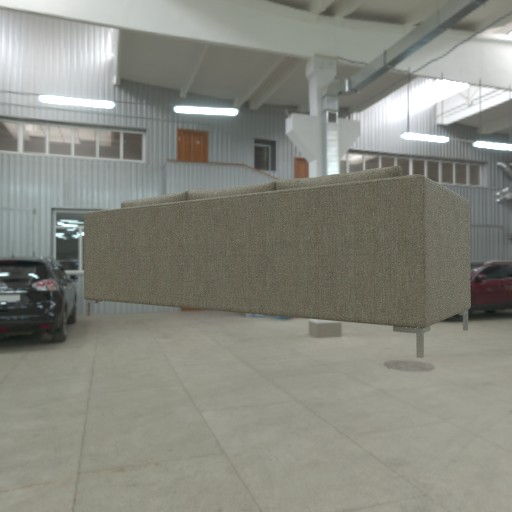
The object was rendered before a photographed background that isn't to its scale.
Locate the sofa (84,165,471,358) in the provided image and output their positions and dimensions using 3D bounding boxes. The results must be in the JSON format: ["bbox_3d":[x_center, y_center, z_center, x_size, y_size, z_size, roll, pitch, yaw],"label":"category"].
[{"bbox_3d":[0.000,0.000,2.910,2.415,0.867,0.969,-1,-1,36],"label":"sofa"}]
